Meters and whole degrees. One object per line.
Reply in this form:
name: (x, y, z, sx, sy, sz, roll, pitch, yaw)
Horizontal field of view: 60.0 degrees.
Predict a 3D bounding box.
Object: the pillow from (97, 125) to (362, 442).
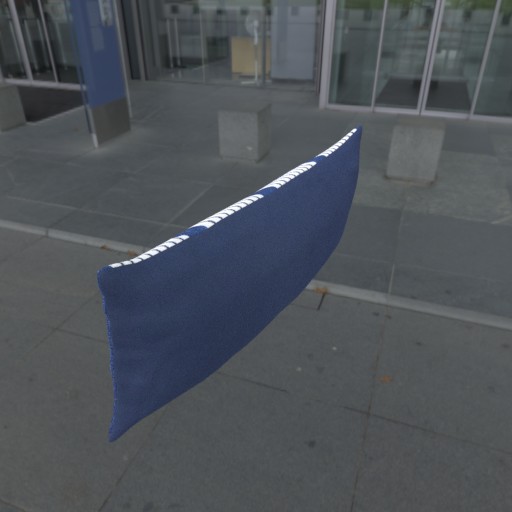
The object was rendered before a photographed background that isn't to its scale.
pillow: (0.000, 0.000, 0.710, 0.156, 0.292, 0.608, 20, 37, 29)
